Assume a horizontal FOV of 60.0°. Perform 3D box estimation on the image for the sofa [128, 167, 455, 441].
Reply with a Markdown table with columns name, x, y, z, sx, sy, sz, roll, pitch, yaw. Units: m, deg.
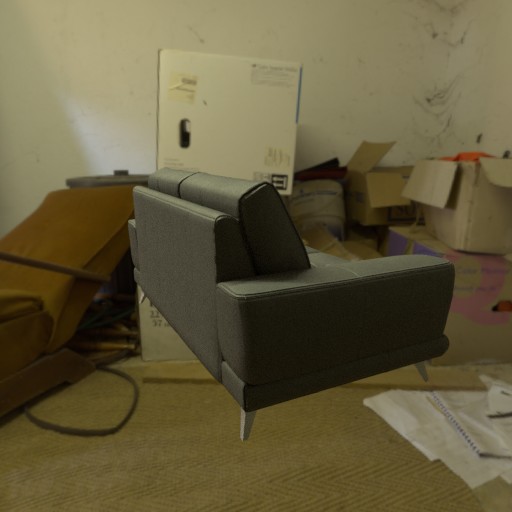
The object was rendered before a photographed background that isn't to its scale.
| name | x | y | z | sx | sy | sz | roll | pitch | yaw |
| --- | --- | --- | --- | --- | --- | --- | --- | --- | --- |
| sofa | 0.000 | 0.000 | 2.394 | 1.018 | 0.907 | 1.806 | -7 | 15 | -26 |
